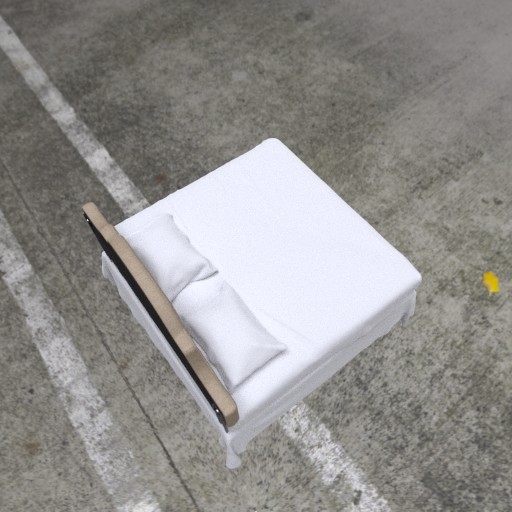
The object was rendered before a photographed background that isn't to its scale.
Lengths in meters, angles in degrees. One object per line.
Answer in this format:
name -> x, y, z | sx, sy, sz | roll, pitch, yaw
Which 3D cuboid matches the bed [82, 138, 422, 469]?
bed -> 0.000, 0.000, 3.708 | 2.222, 1.631, 2.303 | -33, 65, -17
